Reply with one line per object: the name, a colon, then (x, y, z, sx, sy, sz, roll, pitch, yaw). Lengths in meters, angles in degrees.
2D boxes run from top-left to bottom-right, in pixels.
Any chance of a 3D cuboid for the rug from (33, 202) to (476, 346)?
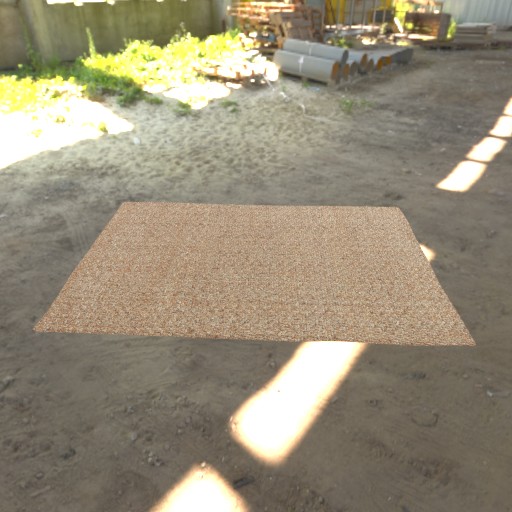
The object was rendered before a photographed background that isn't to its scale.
rug: (0.000, 0.000, 2.770, 2.141, 0.013, 1.566, 1, 31, 2)
